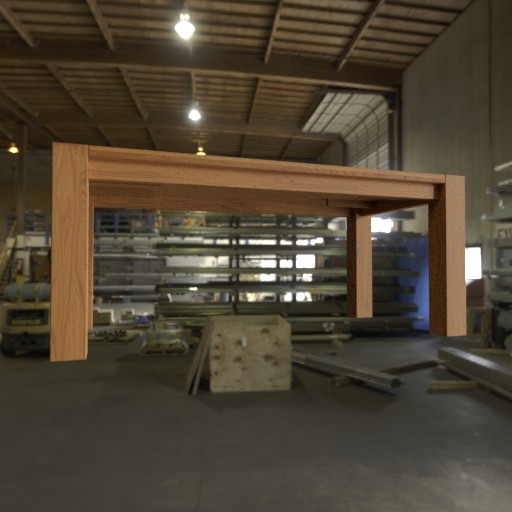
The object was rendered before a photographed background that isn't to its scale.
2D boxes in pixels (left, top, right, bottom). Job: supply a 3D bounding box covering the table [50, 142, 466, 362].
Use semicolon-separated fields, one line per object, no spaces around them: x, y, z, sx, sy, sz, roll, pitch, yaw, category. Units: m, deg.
0.000;0.000;2.242;1.800;0.760;0.900;0;-1;-19;table
